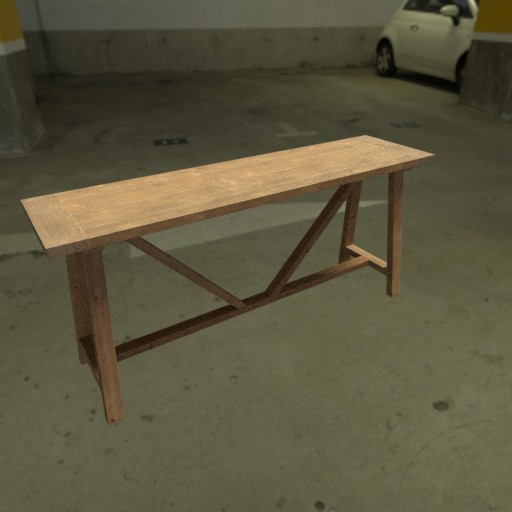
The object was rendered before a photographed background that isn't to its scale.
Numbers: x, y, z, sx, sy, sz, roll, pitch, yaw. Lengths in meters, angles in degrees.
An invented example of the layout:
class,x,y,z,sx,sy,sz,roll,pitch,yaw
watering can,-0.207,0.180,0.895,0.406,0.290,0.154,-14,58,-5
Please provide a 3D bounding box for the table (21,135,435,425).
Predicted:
class,x,y,z,sx,sy,sz,roll,pitch,yaw
table,0.000,0.000,2.113,1.800,0.810,0.465,-18,33,-29
